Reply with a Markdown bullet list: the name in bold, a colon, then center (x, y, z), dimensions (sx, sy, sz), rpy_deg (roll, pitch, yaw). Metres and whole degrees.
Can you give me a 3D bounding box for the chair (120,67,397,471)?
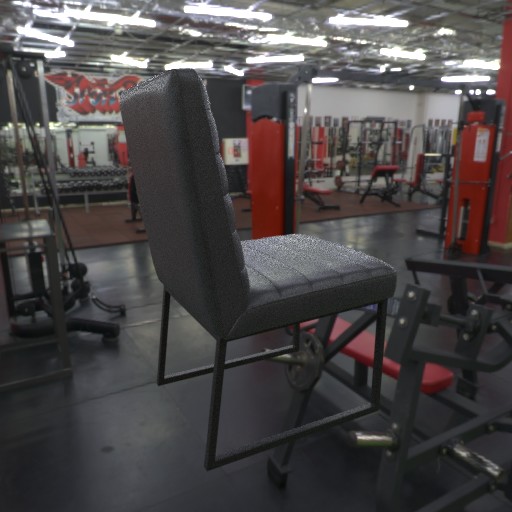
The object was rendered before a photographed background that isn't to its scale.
- **chair**: center (0.000, 0.000, 1.287), dimensions (0.634, 0.930, 0.520), rpy_deg (-7, 16, -26)
